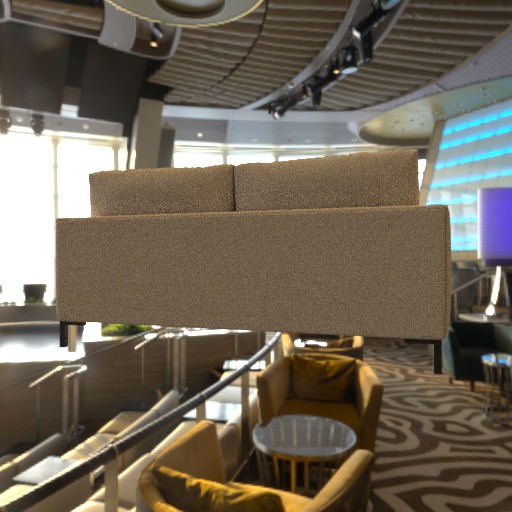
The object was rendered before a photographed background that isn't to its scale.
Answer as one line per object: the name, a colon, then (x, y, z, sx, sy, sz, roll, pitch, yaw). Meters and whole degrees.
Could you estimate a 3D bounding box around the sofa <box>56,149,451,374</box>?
sofa: (0.000, 0.000, 2.124, 1.651, 0.812, 0.839, 0, -1, 17)
